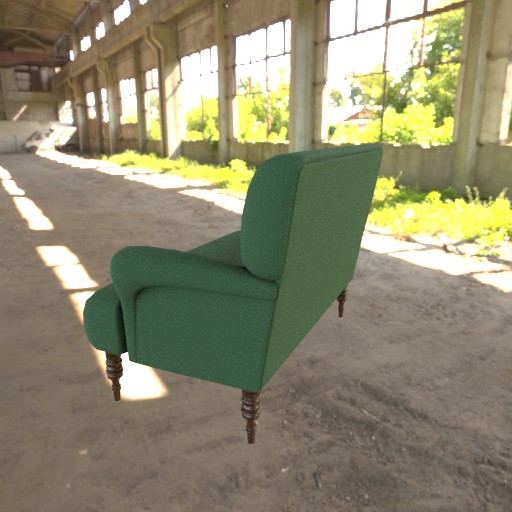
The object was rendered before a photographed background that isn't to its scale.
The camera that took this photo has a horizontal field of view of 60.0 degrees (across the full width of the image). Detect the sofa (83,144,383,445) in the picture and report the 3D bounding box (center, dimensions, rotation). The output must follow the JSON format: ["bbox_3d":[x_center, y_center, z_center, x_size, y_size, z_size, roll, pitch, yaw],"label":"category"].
[{"bbox_3d":[0.000,0.000,1.837,0.779,0.889,1.297,7,17,24],"label":"sofa"}]
